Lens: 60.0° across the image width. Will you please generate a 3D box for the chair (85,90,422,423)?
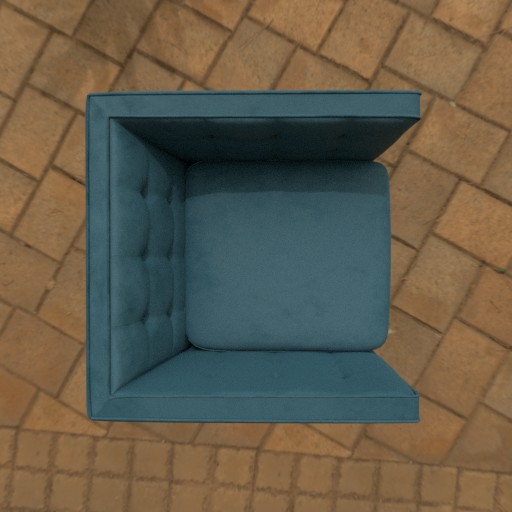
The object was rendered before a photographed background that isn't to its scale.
[{"bbox_3d":[0.000,0.000,1.514,0.894,0.790,0.880,0,90,1],"label":"chair"}]
